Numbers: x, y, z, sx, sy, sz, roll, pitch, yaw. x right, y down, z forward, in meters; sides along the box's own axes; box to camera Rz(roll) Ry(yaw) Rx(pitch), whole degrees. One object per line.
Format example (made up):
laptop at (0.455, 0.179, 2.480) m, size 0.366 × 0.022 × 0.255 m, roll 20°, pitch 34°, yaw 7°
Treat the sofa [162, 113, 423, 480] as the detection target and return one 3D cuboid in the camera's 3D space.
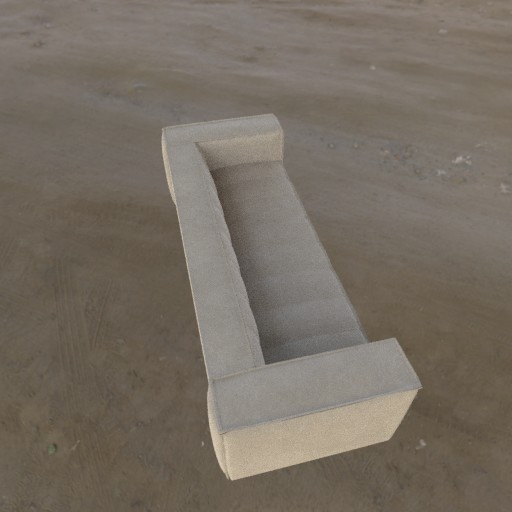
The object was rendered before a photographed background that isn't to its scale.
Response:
sofa at (0.000, 0.000, 3.125) m, size 1.038 × 0.680 × 2.697 m, roll -10°, pitch 47°, yaw -9°
